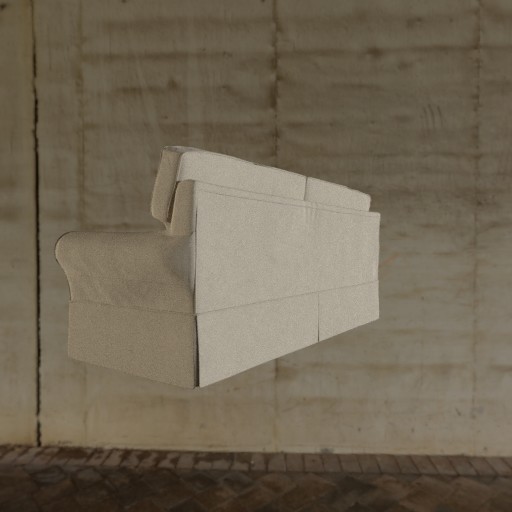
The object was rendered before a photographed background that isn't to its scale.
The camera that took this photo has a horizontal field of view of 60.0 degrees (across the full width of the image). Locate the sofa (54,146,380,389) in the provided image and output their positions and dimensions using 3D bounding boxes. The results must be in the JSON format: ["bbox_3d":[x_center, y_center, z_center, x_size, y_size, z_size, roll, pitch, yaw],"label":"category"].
[{"bbox_3d":[0.000,0.000,2.834,0.900,1.014,2.246,1,2,35],"label":"sofa"}]
